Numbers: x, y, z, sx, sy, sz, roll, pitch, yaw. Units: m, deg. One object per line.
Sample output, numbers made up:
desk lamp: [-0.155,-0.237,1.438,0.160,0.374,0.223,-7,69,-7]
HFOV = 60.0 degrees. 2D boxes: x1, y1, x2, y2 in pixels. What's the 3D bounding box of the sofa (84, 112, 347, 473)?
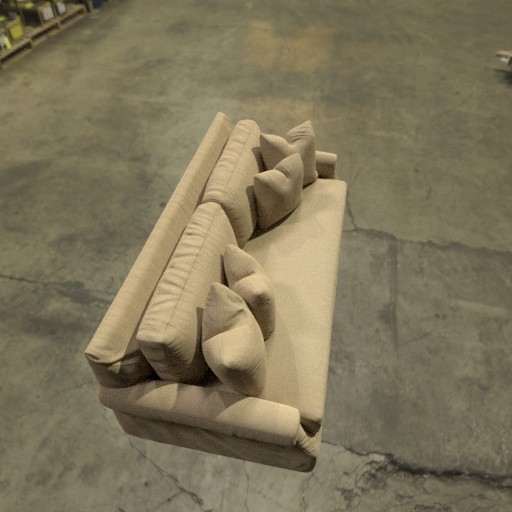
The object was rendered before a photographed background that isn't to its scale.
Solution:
sofa: [0.000,0.000,2.778,1.067,0.904,2.285,8,46,8]
